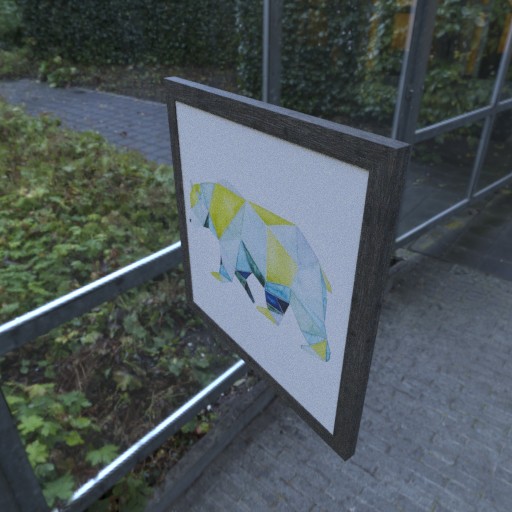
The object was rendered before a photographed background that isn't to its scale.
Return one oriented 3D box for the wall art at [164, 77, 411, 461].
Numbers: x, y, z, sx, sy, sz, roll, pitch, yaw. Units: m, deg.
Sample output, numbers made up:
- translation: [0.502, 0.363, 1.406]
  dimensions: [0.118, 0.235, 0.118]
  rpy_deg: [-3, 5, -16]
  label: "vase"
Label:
- translation: [0.000, 0.000, 0.684]
  dimensions: [0.027, 0.459, 0.462]
  rpy_deg: [-21, 37, -31]
  label: "wall art"
